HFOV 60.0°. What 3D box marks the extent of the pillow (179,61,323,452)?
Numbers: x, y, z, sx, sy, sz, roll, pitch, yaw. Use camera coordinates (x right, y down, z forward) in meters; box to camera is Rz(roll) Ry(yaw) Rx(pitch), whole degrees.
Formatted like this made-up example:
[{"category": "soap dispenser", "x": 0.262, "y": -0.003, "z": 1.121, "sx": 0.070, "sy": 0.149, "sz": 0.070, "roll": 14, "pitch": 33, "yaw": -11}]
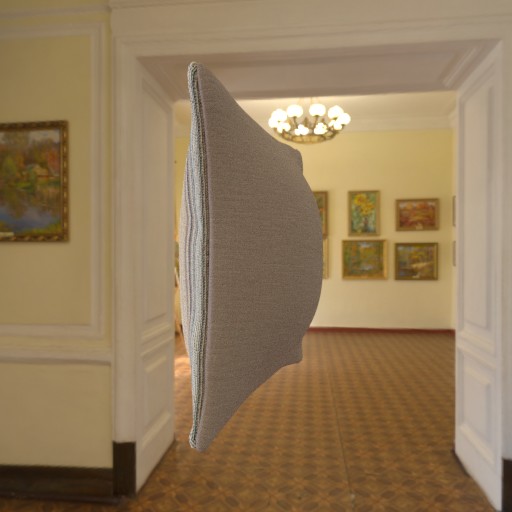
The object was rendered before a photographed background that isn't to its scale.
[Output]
[{"category": "pillow", "x": 0.000, "y": 0.000, "z": 0.672, "sx": 0.189, "sy": 0.416, "sz": 0.435, "roll": 0, "pitch": 0, "yaw": 20}]
